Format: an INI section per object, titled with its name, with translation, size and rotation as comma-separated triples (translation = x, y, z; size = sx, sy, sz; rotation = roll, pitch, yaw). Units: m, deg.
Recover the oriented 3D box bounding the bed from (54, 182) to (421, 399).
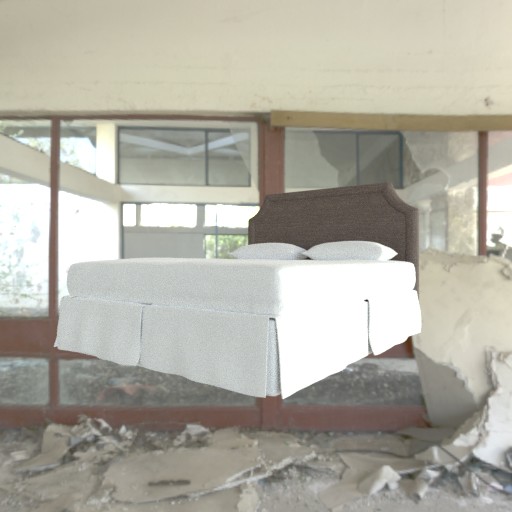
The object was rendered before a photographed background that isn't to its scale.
[bed]
translation = 0.000, 0.000, 4.168
size = 2.350, 1.590, 2.773
rotation = 0, 0, 37
